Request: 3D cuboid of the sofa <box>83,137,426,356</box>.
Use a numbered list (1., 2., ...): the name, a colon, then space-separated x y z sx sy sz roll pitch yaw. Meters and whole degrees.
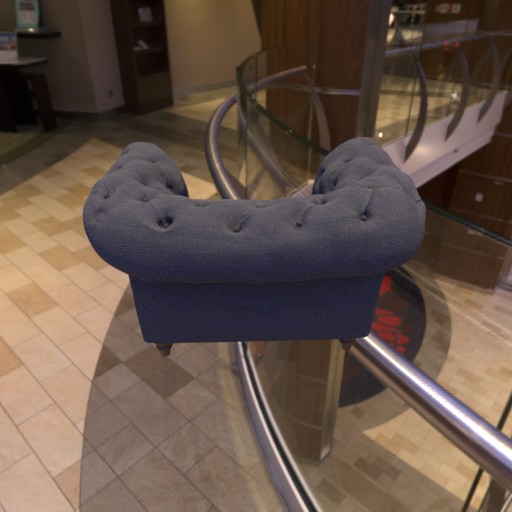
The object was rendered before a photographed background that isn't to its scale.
1. sofa: 0.000 0.000 2.088 1.405 0.878 1.032 -1 31 -2
